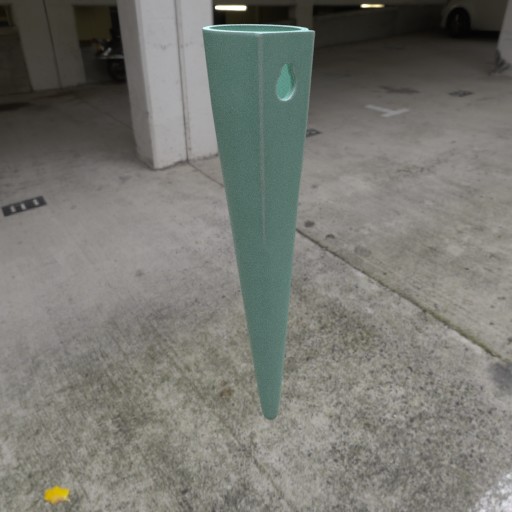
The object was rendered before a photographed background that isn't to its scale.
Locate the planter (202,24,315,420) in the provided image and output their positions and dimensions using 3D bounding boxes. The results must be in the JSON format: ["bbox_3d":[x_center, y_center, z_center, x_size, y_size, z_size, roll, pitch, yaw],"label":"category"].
[{"bbox_3d":[0.000,0.000,0.291,0.054,0.268,0.055,-18,35,-29],"label":"planter"}]
